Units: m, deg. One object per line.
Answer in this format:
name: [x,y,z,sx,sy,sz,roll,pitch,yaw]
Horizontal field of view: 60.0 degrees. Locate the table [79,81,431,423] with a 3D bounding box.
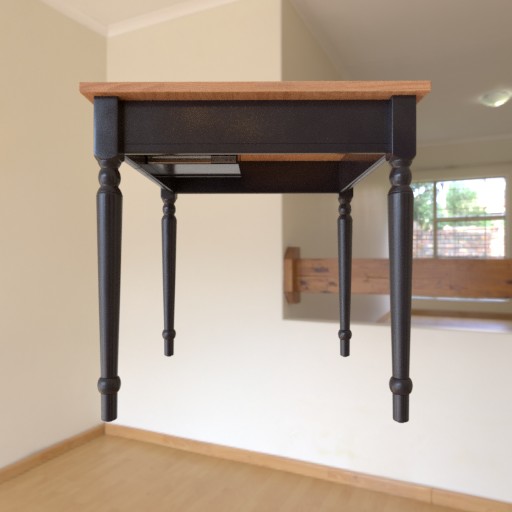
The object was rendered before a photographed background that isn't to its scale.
table: [0.000,0.000,1.311,0.747,0.738,0.747,0,0,1]
